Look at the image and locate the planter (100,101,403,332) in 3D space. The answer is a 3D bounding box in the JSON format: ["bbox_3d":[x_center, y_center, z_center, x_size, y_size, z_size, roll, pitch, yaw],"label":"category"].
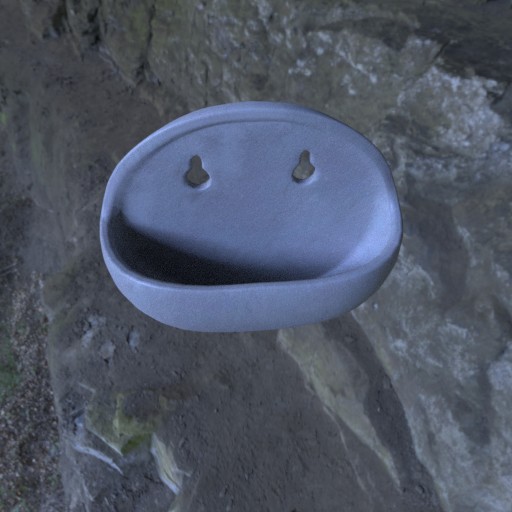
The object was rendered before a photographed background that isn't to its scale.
[{"bbox_3d":[0.000,0.000,0.270,0.190,0.164,0.073,-3,47,-3],"label":"planter"}]
